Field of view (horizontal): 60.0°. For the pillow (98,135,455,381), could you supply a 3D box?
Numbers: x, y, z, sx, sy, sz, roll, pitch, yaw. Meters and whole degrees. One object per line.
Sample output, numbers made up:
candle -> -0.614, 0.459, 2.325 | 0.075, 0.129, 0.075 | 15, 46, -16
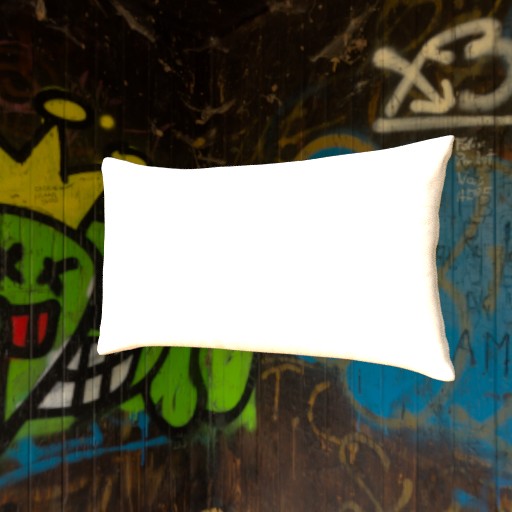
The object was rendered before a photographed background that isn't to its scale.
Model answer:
pillow -> 0.000, 0.000, 0.613 | 0.506, 0.305, 0.139 | 0, -1, 17
